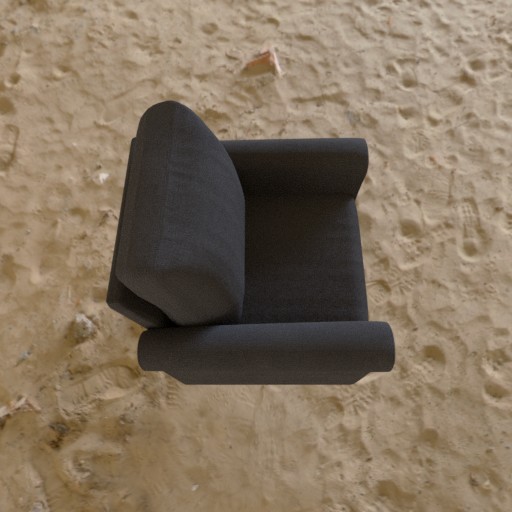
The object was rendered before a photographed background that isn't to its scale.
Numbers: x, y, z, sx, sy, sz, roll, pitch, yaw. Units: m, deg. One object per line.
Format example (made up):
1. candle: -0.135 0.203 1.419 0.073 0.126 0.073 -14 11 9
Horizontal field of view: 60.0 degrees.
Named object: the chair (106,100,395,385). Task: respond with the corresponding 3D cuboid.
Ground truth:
1. chair: 0.000 0.000 1.608 0.828 0.942 0.867 0 64 0
